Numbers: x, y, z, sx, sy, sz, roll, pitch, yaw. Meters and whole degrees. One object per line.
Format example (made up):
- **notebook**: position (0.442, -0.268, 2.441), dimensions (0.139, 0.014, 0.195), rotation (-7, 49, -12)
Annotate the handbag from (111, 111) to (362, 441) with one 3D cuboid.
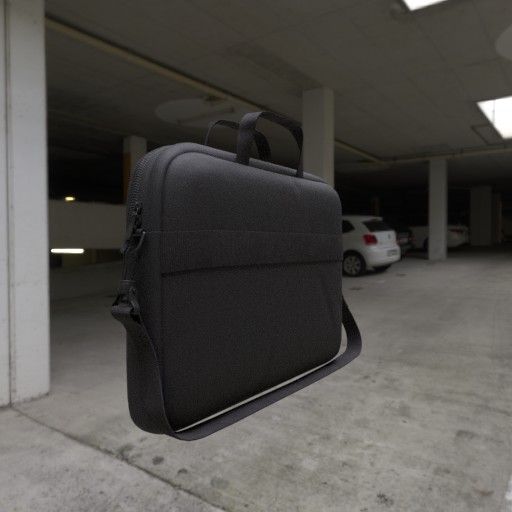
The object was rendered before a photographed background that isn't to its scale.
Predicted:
- **handbag**: position (0.000, 0.000, 0.418), dimensions (0.089, 0.244, 0.320), rotation (1, 2, 36)
